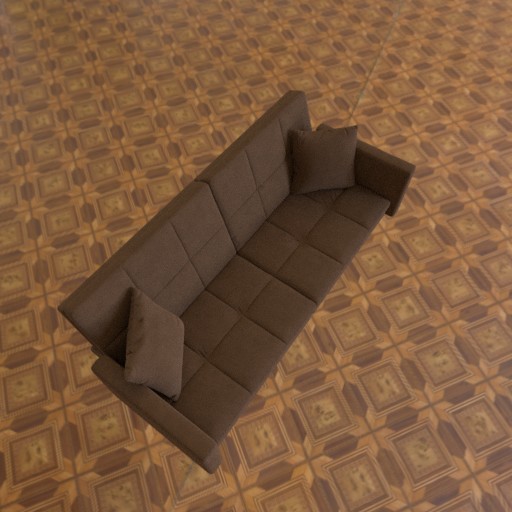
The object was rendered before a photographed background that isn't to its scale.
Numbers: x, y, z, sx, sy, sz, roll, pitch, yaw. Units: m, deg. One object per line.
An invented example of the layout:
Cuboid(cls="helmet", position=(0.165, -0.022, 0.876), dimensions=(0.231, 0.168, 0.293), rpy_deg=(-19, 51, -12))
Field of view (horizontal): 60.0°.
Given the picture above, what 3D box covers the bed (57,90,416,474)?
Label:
Cuboid(cls="bed", position=(0.000, 0.000, 2.358), dimensions=(0.889, 0.787, 1.905), rpy_deg=(31, 62, 19))
